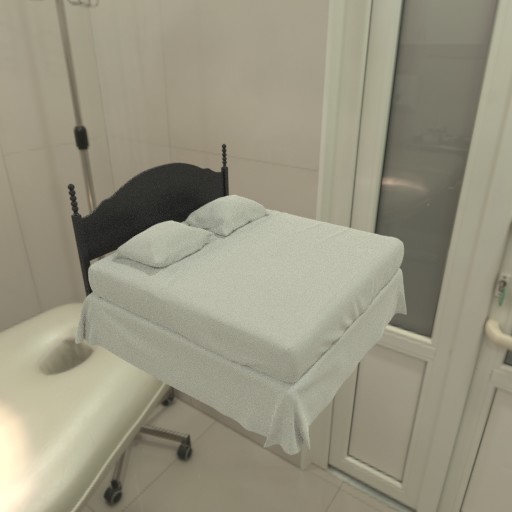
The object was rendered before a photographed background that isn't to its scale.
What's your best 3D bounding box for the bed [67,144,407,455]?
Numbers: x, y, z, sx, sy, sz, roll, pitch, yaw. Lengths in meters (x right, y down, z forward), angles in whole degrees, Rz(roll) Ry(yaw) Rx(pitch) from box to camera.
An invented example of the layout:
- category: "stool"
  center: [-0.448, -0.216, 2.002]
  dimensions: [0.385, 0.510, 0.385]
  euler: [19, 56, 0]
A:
- category: "bed"
  center: [0.000, 0.000, 3.796]
  dimensions: [2.219, 1.355, 2.322]
  euler: [17, 30, 31]
